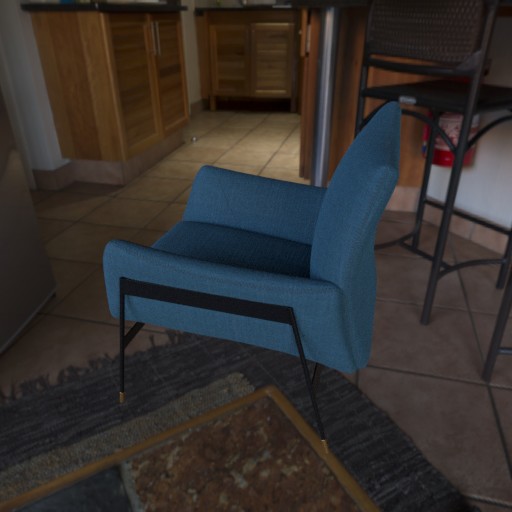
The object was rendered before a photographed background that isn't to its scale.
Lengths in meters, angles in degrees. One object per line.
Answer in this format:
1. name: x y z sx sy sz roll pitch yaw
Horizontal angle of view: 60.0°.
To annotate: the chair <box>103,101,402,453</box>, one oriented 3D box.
1. chair: 0.000 0.000 1.398 0.769 0.859 0.678 8 31 14
